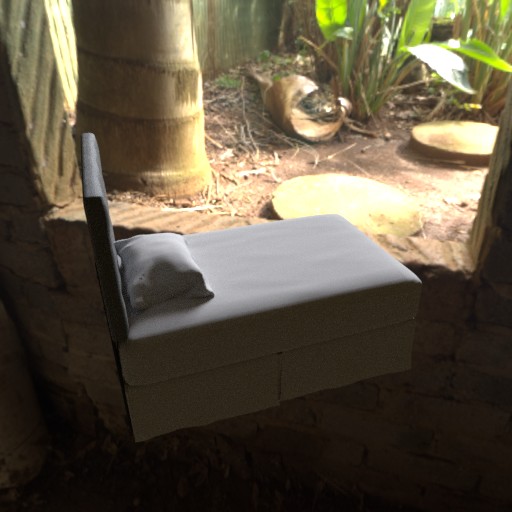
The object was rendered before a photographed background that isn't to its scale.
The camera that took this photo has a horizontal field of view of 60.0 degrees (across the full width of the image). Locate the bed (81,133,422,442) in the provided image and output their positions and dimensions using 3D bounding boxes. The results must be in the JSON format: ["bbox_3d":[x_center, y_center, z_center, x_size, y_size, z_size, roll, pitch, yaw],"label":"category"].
[{"bbox_3d":[0.000,0.000,3.024,1.997,1.571,1.261,-10,31,-17],"label":"bed"}]
